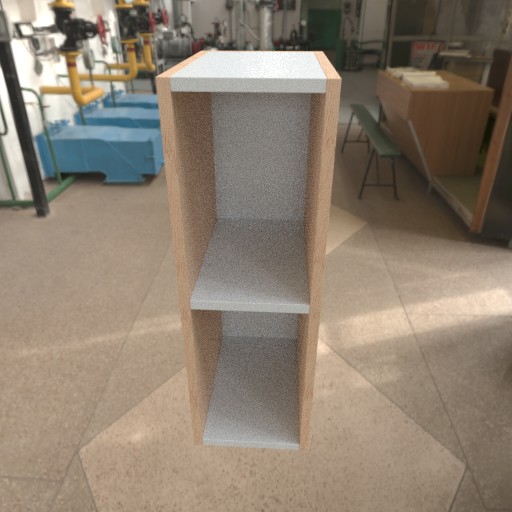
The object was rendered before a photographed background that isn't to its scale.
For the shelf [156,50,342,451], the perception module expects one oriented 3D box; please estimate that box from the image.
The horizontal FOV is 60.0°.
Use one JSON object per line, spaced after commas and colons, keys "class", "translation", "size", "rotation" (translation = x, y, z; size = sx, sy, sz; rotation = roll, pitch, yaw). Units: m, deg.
{"class": "shelf", "translation": [0.000, 0.000, 0.743], "size": [0.200, 0.600, 0.290], "rotation": [2, 30, 3]}
